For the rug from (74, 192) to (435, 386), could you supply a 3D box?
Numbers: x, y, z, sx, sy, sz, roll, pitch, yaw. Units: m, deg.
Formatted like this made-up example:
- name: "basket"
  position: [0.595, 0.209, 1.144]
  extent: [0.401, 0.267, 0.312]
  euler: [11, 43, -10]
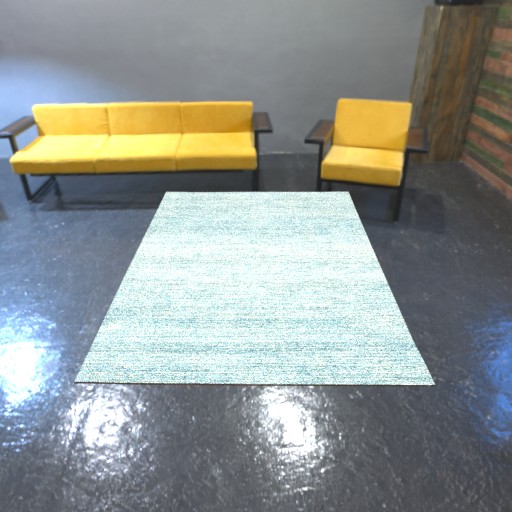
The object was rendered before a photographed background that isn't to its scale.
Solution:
- name: "rug"
  position: [0.000, 0.000, 2.935]
  extent: [1.611, 0.026, 2.260]
  euler: [0, 30, 1]
